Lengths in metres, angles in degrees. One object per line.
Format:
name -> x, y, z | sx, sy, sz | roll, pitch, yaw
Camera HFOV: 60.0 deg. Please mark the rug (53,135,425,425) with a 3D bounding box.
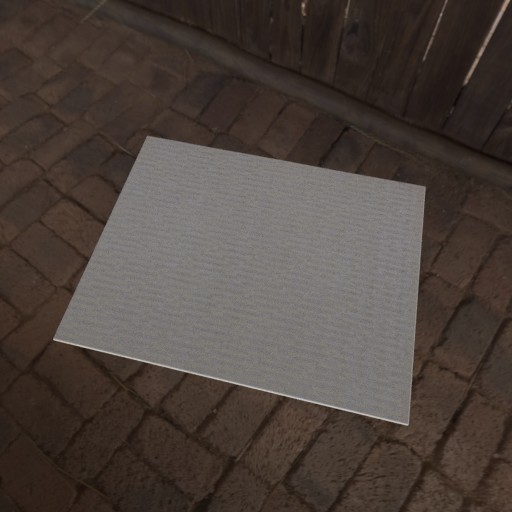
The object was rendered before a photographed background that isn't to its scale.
rug -> 0.000, 0.000, 4.230 | 3.055, 0.021, 2.410 | 12, 63, 6
